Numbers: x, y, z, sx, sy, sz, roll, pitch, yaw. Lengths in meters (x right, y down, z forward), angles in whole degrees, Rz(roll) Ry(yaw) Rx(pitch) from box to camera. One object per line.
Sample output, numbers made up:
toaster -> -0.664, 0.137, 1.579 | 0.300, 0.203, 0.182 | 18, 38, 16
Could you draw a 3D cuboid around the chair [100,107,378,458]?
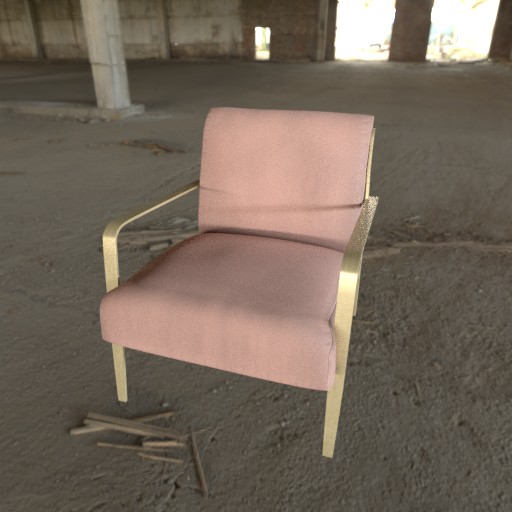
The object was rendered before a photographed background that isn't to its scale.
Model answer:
chair -> 0.000, 0.000, 1.458 | 0.701, 0.823, 0.848 | 8, 28, 16
